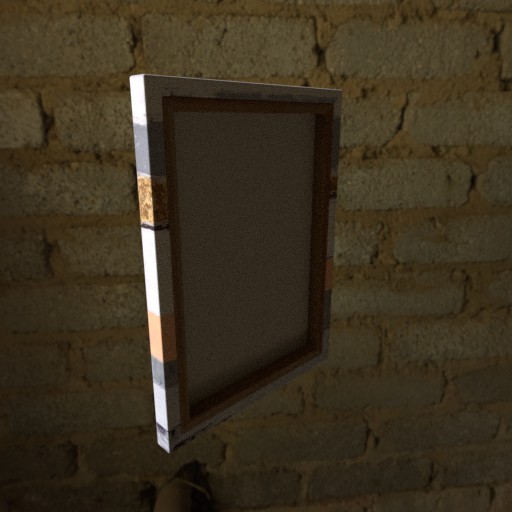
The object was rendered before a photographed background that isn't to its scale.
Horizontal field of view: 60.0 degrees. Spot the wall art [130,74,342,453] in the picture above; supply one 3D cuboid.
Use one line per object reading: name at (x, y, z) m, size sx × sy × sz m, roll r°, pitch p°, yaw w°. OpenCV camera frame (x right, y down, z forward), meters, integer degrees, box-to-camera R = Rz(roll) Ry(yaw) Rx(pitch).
wall art at (0.000, 0.000, 0.841) m, size 0.456 × 0.609 × 0.038 m, roll -16°, pitch 23°, yaw -42°
